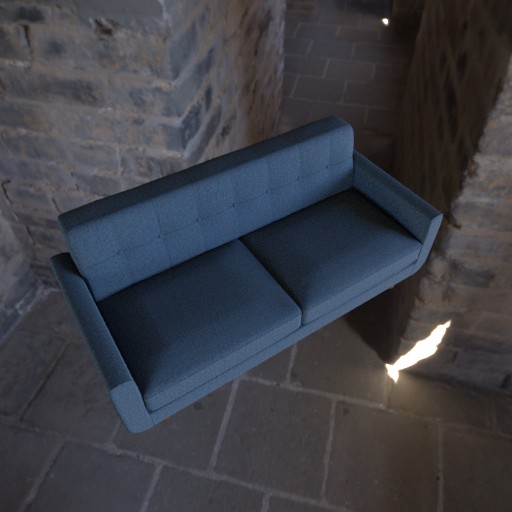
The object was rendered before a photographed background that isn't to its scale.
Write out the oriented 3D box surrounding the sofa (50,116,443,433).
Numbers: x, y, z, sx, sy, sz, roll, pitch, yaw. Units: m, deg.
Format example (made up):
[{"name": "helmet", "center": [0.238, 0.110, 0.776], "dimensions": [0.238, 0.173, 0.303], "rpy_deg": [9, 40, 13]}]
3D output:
[{"name": "sofa", "center": [0.000, 0.000, 2.592], "dimensions": [2.055, 0.884, 0.942], "rpy_deg": [-25, 52, -22]}]
